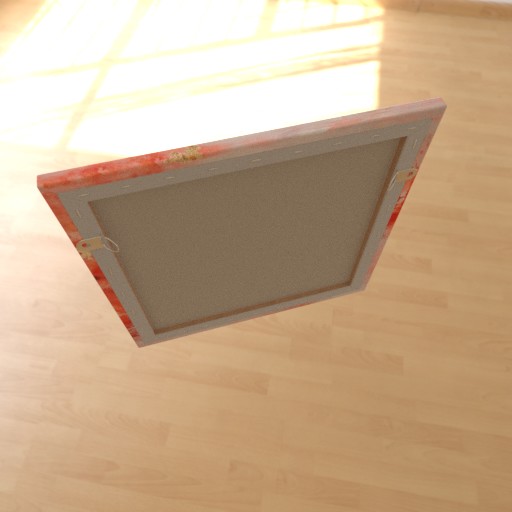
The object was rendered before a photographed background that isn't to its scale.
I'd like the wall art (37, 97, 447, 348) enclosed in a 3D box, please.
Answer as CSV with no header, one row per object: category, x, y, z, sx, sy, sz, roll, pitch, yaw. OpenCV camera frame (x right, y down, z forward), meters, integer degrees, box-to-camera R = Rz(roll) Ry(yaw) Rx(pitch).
wall art,0.000,0.000,1.286,0.878,0.878,0.066,-13,59,-8
